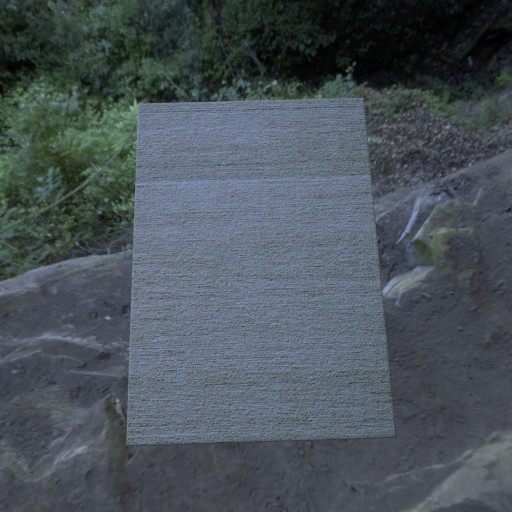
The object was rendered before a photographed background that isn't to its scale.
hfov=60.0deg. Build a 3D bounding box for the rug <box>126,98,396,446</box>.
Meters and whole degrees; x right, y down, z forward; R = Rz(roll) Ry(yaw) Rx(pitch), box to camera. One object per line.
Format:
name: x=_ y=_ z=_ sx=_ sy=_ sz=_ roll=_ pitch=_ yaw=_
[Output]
rug: x=0.000 y=0.000 z=5.013 sx=2.782 sy=0.025 sz=3.935 roll=-2 pitch=77 yaw=0
